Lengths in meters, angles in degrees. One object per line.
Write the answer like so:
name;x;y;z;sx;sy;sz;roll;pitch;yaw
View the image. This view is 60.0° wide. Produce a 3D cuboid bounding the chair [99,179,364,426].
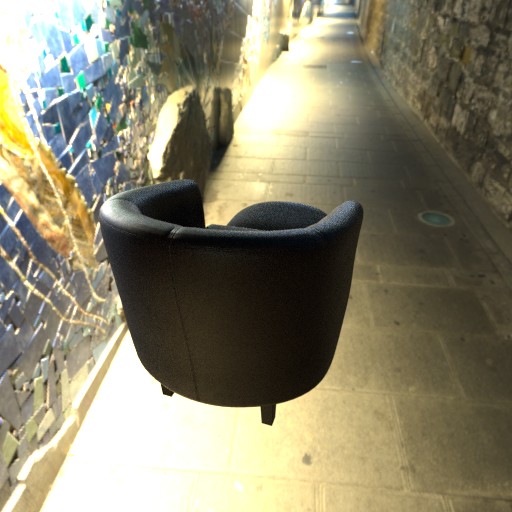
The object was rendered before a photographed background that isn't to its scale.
chair;0.000;0.000;1.646;0.737;0.755;1.176;10;32;16
